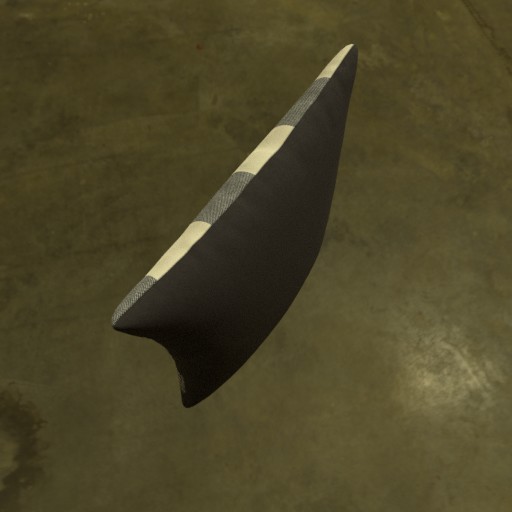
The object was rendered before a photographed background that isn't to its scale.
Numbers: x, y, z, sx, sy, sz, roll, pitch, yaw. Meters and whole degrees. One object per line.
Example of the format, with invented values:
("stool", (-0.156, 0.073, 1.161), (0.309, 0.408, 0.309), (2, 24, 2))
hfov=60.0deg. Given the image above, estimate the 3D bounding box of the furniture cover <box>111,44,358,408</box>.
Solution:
("furniture cover", (0.000, 0.000, 0.762), (0.161, 0.509, 0.511), (31, 66, 15))
